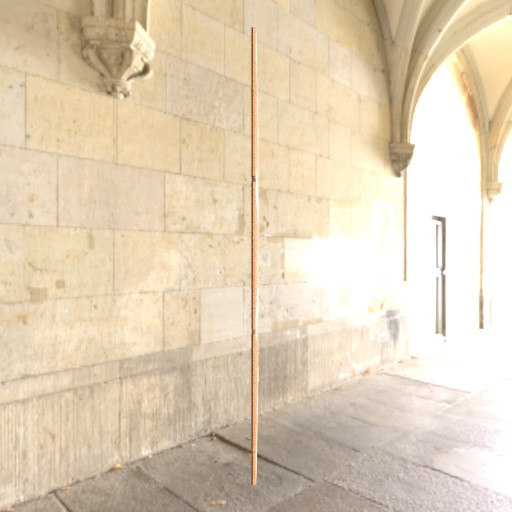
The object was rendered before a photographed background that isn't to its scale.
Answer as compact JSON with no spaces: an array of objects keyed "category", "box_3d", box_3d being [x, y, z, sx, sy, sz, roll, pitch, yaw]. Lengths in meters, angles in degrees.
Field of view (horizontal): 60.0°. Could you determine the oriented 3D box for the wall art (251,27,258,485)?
[{"category":"wall art","box_3d":[0.000,0.000,1.787,0.013,1.218,1.216,0,0,1]}]
